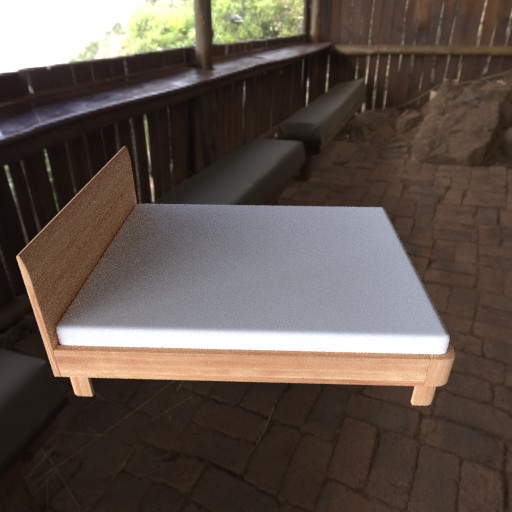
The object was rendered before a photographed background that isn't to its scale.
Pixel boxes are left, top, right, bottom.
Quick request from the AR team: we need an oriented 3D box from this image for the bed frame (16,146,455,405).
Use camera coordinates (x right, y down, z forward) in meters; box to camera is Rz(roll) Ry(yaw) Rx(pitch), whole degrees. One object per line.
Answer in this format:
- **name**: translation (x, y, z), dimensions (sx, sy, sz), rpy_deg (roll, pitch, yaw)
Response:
- **bed frame**: translation (0.000, 0.000, 2.904), dimensions (2.092, 0.940, 1.660), rpy_deg (1, 31, 2)
